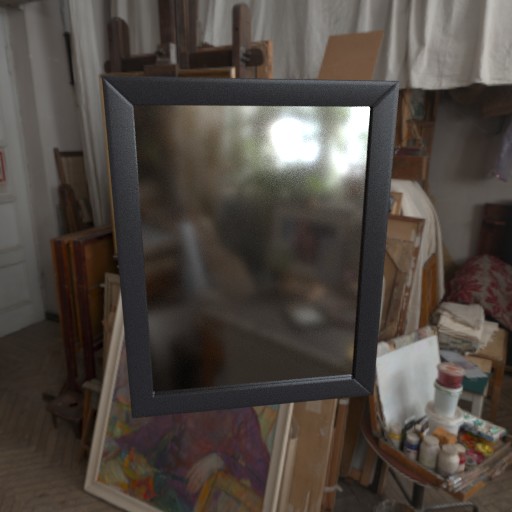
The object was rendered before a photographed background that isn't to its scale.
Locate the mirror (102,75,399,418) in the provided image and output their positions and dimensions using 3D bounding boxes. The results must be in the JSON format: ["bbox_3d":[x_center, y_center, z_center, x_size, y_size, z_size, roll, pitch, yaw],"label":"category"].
[{"bbox_3d":[0.000,0.000,0.685,0.405,0.508,0.041,-3,16,-9],"label":"mirror"}]
